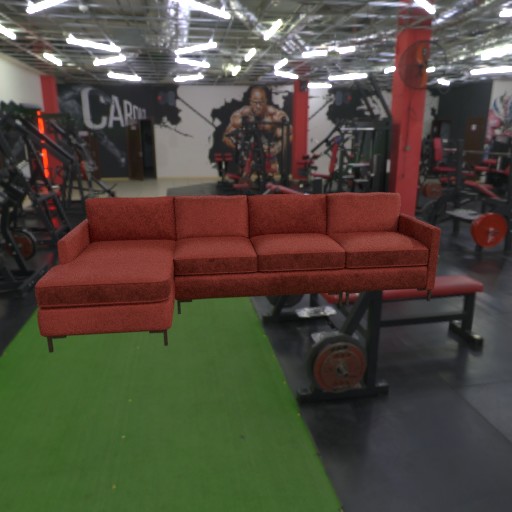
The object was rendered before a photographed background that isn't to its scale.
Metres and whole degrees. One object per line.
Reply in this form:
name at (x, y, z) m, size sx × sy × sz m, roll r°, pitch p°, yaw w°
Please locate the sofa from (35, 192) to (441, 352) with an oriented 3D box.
sofa at (0.000, 0.000, 4.057) m, size 3.400 × 0.967 × 1.500 m, roll -2°, pitch 16°, yaw -7°
